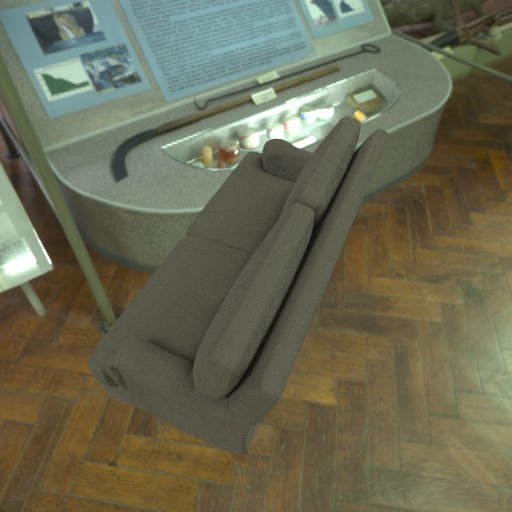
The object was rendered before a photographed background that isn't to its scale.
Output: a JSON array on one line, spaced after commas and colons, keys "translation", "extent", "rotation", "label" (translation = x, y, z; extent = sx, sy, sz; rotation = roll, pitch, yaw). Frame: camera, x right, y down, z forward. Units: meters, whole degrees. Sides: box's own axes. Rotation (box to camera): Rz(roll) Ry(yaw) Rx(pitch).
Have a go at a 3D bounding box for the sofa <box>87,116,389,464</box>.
[{"translation": [0.000, 0.000, 2.823], "extent": [1.086, 1.087, 2.165], "rotation": [17, 49, 16], "label": "sofa"}]
